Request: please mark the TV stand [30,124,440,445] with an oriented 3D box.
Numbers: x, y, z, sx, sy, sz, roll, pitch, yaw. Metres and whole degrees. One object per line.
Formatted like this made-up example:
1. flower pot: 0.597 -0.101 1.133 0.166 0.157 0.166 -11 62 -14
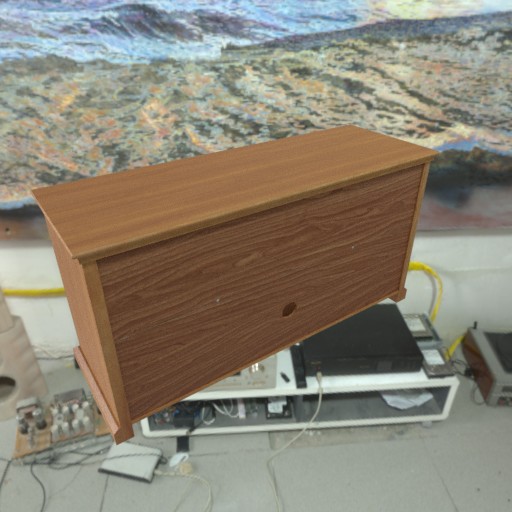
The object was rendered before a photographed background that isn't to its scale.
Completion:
1. TV stand: 0.000 0.000 1.469 1.181 0.607 0.417 -19 36 -29
